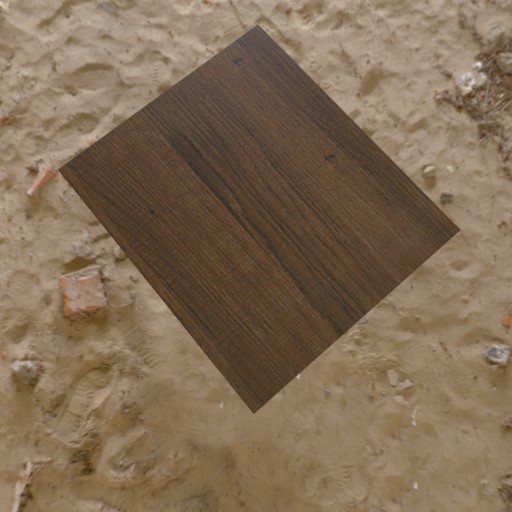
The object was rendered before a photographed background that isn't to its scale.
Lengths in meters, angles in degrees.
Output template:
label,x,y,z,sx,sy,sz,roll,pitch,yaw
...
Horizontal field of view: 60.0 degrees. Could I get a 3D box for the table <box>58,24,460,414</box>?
label,x,y,z,sx,sy,sz,roll,pitch,yaw
table,0.000,0.000,1.167,0.457,0.866,0.526,-40,80,-8
